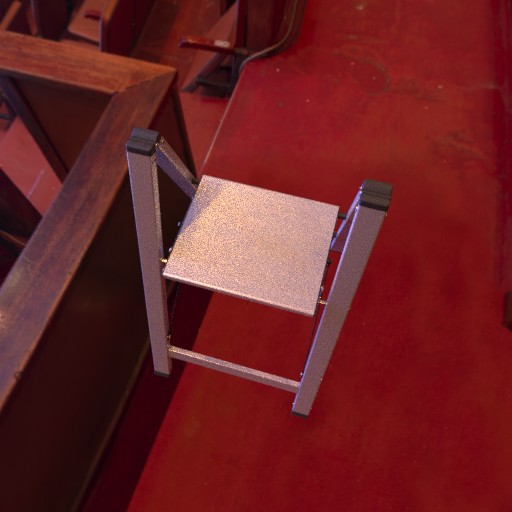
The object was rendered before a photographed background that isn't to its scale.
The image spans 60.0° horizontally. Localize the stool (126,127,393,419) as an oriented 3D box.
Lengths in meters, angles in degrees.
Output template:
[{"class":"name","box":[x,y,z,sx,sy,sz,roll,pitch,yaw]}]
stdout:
[{"class":"stool","box":[0.000,0.000,1.009,0.440,0.670,0.535,14,65,7]}]
